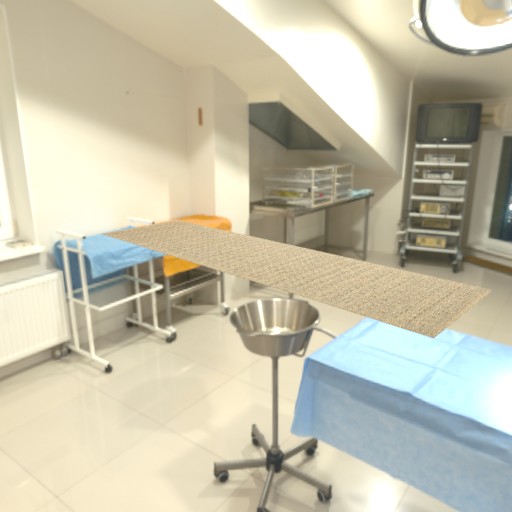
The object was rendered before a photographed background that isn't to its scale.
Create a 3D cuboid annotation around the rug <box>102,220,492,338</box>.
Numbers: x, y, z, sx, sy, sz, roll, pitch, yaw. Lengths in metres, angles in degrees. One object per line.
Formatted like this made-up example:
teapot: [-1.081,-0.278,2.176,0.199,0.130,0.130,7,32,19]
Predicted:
rug: [0.000,0.000,2.661,2.437,0.005,0.688,15,21,41]
